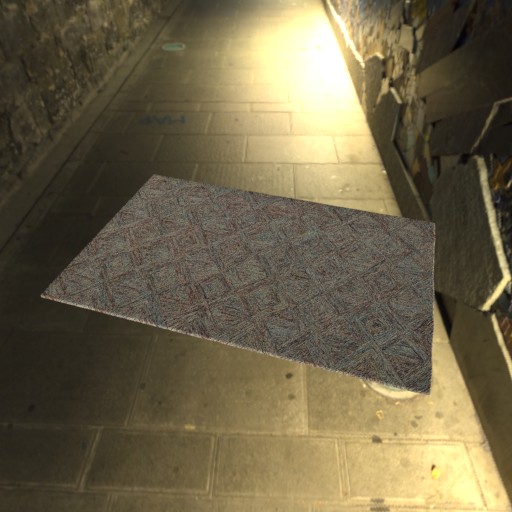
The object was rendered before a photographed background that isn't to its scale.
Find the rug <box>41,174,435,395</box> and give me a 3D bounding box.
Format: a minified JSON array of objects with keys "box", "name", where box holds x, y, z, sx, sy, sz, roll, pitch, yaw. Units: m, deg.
[{"box":[0.000,0.000,2.282,1.761,0.014,1.143,12,42,13],"name":"rug"}]
